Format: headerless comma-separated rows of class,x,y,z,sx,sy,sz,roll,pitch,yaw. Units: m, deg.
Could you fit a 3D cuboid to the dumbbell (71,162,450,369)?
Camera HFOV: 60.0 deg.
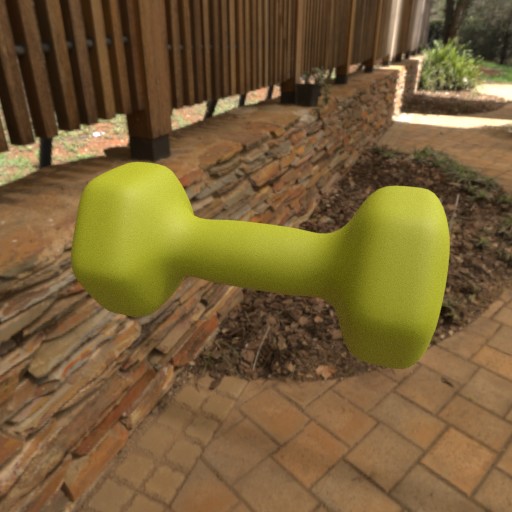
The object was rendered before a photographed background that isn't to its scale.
dumbbell,0.000,0.000,0.208,0.164,0.072,0.080,9,28,16
